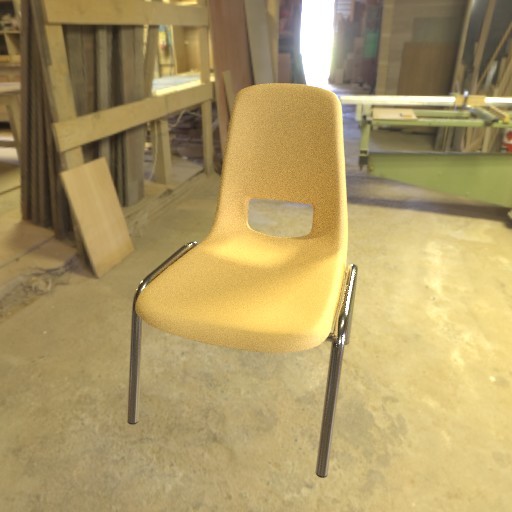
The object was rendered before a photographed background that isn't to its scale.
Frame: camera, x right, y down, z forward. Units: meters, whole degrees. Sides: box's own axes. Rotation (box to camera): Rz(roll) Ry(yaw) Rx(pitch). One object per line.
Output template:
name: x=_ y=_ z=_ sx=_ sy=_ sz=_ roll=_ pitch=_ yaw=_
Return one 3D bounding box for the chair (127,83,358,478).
chair: x=0.000 y=0.000 z=0.775 sx=0.354 sy=0.536 sz=0.385 roll=8 pitch=27 yaw=16
